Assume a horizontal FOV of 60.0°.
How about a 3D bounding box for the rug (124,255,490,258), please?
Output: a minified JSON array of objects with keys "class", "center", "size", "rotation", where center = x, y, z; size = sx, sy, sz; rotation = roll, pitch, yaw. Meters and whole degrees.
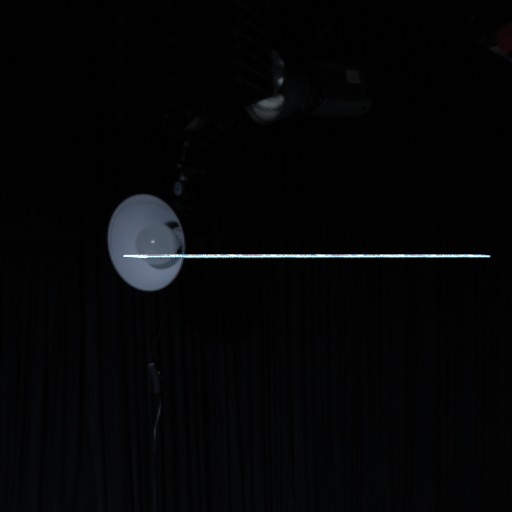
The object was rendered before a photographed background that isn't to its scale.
[{"class":"rug","center":[0.000,0.000,2.863],"size":[1.567,0.014,2.207],"rotation":[0,0,-19]}]
